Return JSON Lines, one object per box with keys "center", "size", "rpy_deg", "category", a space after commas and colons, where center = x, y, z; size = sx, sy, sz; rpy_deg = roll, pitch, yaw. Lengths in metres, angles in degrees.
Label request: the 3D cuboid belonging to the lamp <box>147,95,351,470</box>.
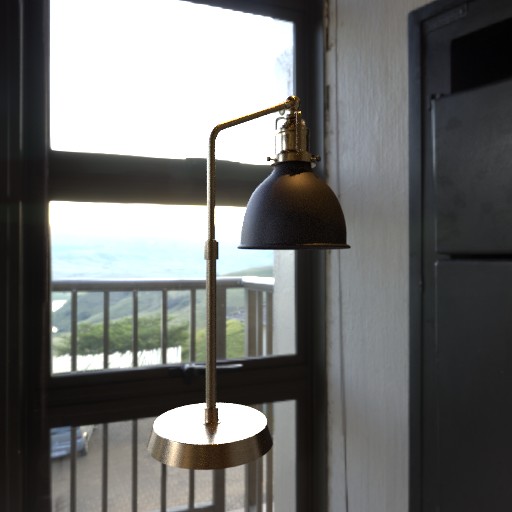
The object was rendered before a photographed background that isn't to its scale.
{"center": [0.000, 0.000, 0.589], "size": [0.291, 0.456, 0.160], "rpy_deg": [0, -1, -37], "category": "lamp"}
